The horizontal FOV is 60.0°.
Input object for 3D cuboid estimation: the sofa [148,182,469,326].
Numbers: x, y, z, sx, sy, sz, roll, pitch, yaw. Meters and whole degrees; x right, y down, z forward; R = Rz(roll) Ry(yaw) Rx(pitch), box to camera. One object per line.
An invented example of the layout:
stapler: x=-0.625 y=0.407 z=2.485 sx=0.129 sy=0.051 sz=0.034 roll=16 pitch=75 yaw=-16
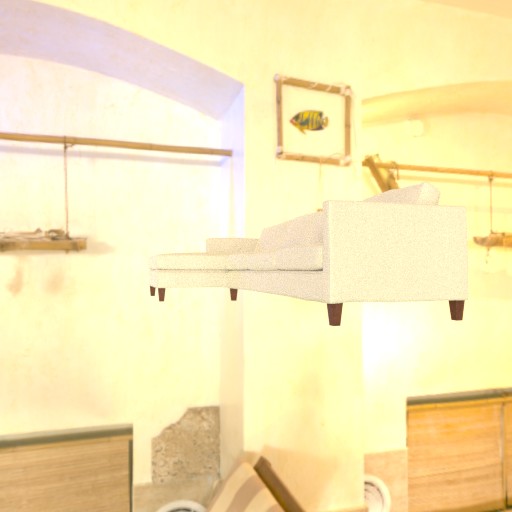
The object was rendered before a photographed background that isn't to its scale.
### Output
sofa: x=0.000 y=0.000 z=3.889 sx=1.625 sy=0.846 sz=3.186 roll=1 pitch=-2 yaw=-18
